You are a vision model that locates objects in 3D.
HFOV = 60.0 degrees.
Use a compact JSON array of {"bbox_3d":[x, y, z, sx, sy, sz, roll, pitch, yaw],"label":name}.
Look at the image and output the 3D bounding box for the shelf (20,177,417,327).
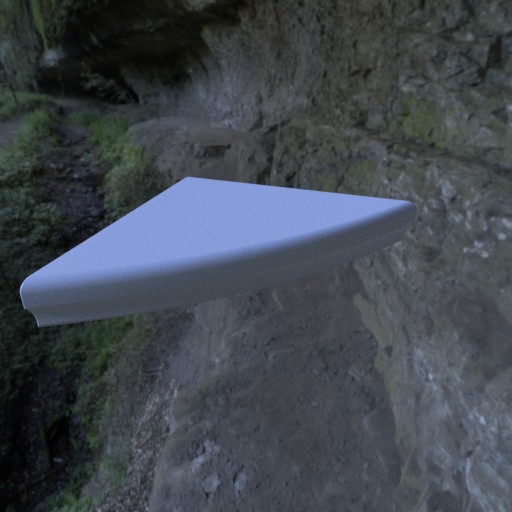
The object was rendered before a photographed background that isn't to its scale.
[{"bbox_3d":[0.000,0.000,0.462,0.310,0.050,0.310,9,29,17],"label":"shelf"}]
